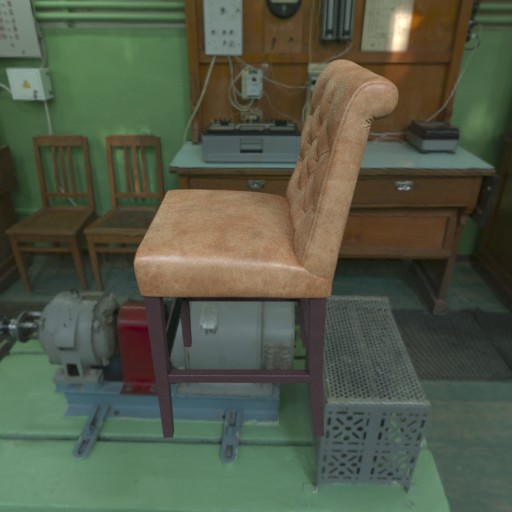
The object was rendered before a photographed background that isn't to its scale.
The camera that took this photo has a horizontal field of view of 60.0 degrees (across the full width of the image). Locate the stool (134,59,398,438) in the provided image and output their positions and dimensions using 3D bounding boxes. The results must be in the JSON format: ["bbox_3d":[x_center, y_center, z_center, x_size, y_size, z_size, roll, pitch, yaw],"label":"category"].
[{"bbox_3d":[0.000,0.000,1.325,0.601,1.047,0.493,0,29,0],"label":"stool"}]
